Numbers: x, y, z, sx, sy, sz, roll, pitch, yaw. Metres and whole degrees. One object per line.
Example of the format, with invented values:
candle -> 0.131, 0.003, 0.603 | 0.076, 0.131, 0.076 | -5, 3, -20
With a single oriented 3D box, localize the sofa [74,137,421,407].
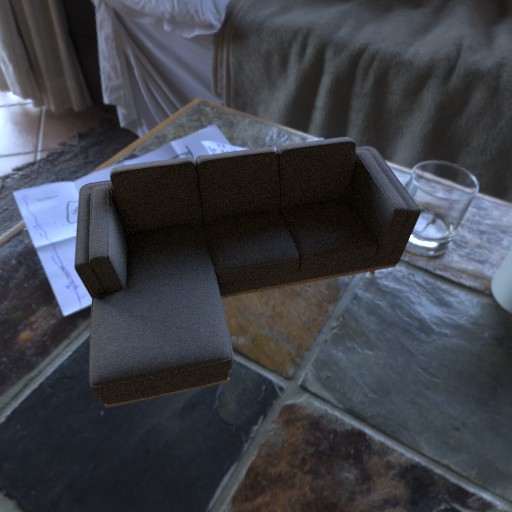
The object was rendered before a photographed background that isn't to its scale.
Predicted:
sofa -> 0.000, 0.000, 3.239 | 2.411, 0.929, 1.604 | -10, 48, -9
